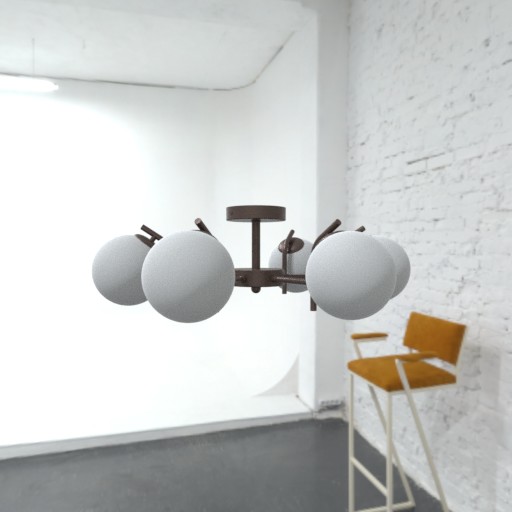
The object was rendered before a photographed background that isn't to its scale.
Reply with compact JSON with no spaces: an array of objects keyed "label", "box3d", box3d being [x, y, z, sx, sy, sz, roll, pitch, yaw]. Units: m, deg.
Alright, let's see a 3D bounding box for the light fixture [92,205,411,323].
[{"label":"light fixture","box3d":[0.000,0.000,0.929,0.662,0.201,0.662,0,1,0]}]
